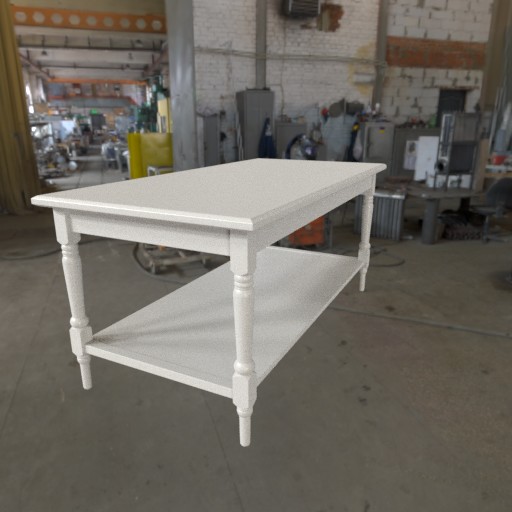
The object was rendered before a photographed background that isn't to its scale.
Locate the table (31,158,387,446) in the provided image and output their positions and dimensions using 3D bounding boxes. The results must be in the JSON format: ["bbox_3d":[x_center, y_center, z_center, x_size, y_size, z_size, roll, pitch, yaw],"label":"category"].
[{"bbox_3d":[0.000,0.000,1.403,0.551,0.506,1.109,8,19,26],"label":"table"}]
